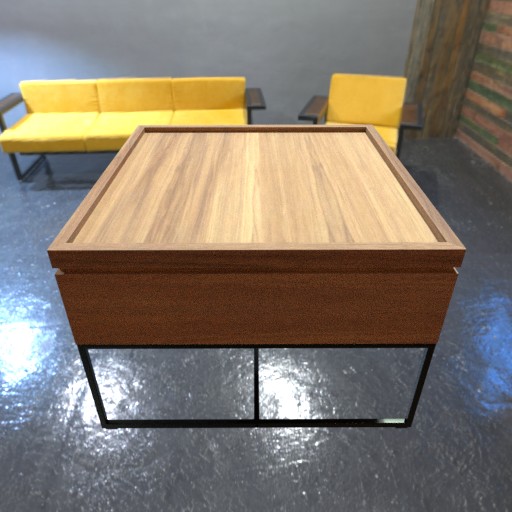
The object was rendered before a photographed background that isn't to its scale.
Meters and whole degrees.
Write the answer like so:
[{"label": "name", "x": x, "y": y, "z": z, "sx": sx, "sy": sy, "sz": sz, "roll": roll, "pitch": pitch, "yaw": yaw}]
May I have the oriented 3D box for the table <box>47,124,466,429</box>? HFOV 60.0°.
[{"label": "table", "x": 0.000, "y": 0.000, "z": 1.123, "sx": 0.676, "sy": 0.464, "sz": 0.679, "roll": 0, "pitch": 33, "yaw": 0}]
